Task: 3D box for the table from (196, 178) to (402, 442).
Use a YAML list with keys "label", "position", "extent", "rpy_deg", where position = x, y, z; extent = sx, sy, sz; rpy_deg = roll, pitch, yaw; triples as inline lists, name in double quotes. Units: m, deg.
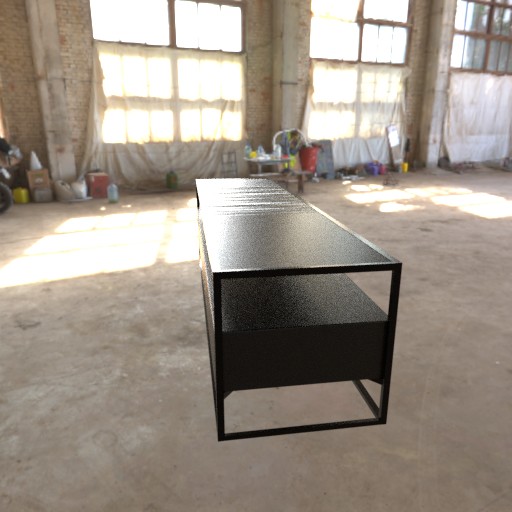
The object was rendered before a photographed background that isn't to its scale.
- label: "table"
  position: [0.000, 0.000, 1.652]
  extent: [0.399, 0.395, 1.486]
  rpy_deg: [-3, 17, -8]
